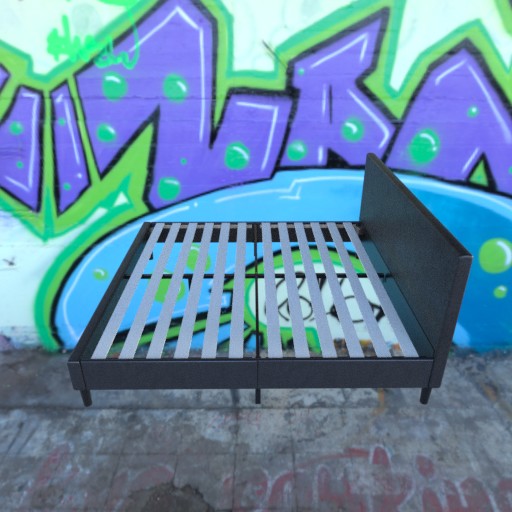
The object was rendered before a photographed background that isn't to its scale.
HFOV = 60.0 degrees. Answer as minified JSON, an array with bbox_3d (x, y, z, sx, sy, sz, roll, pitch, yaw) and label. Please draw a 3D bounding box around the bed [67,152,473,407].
[{"bbox_3d":[0.000,0.000,3.326,2.152,1.046,2.018,0,27,0],"label":"bed"}]
